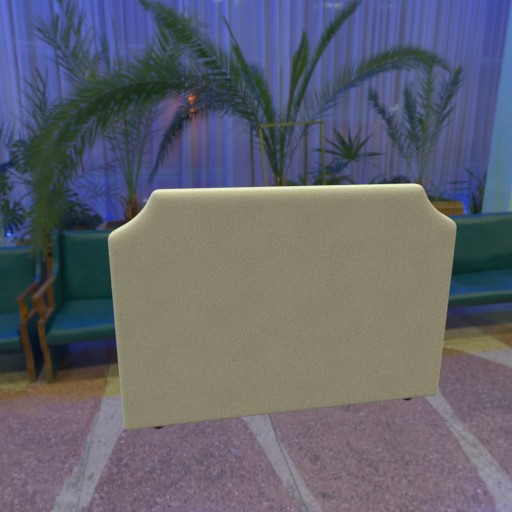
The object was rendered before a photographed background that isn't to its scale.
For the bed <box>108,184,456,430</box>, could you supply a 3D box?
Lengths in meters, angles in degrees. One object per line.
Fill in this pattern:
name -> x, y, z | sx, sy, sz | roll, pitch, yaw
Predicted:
bed -> 0.000, 0.000, 3.366 | 1.827, 1.296, 2.209 | -3, 16, -10
